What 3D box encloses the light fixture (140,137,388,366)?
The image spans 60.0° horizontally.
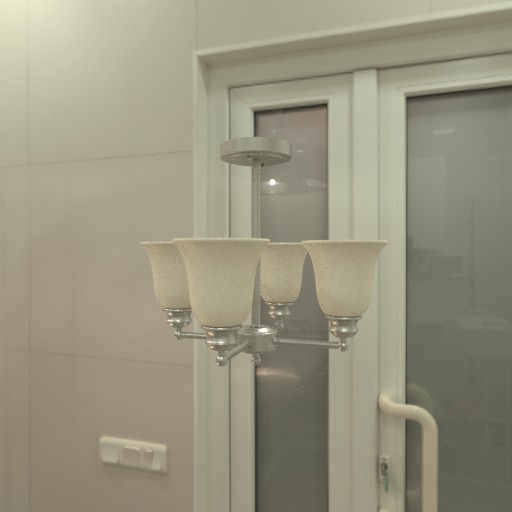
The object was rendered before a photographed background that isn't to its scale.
[{"bbox_3d":[0.000,0.000,0.748,0.427,0.370,0.427,0,1,19],"label":"light fixture"}]
